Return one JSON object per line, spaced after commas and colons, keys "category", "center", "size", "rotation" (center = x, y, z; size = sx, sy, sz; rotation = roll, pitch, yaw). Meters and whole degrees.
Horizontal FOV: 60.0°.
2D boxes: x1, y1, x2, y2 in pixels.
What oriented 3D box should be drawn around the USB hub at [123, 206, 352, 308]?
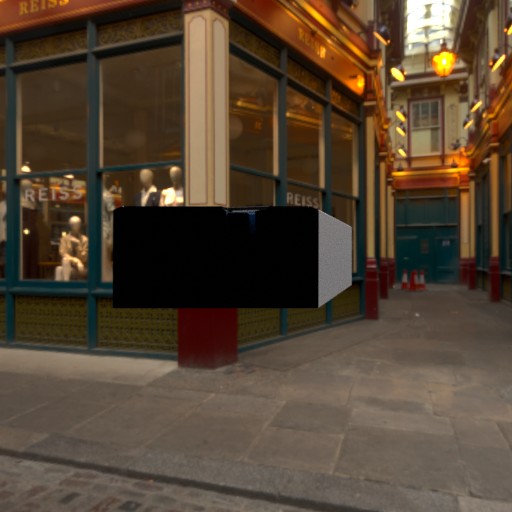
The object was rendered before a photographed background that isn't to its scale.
{"category": "USB hub", "center": [0.000, 0.000, 0.128], "size": [0.044, 0.023, 0.110], "rotation": [0, 1, 18]}
